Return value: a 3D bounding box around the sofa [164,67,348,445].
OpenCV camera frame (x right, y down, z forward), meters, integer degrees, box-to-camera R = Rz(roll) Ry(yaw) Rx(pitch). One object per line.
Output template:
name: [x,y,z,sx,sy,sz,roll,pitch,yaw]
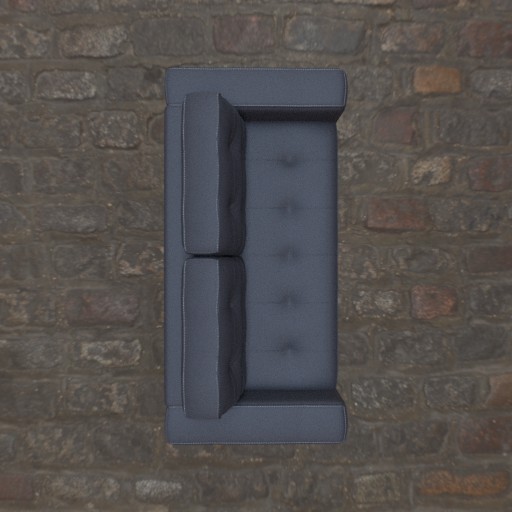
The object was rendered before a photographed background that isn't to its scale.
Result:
sofa: [0.000,0.000,2.173,0.833,0.893,1.726,0,90,-1]
